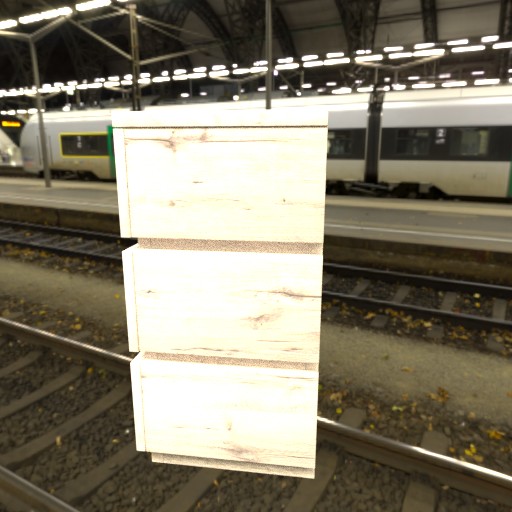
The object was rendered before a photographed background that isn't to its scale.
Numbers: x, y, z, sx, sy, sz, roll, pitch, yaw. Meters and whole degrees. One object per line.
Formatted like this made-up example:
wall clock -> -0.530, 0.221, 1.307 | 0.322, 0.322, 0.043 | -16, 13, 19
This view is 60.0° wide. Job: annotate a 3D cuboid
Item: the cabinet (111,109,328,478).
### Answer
cabinet -> 0.000, 0.000, 1.436 | 0.420, 0.820, 1.040 | 2, 14, 8
